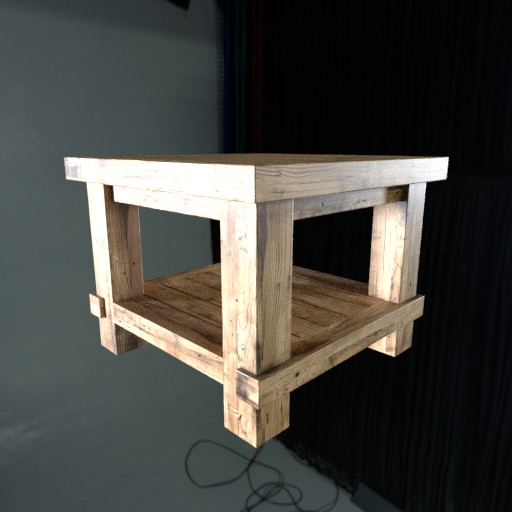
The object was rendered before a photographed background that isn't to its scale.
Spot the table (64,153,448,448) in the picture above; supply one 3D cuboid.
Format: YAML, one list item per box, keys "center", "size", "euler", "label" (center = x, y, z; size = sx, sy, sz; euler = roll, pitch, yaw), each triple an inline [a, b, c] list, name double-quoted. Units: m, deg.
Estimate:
- center: [0.000, 0.000, 1.048]
  size: [0.610, 0.457, 0.610]
  euler: [-14, 19, -43]
  label: "table"
